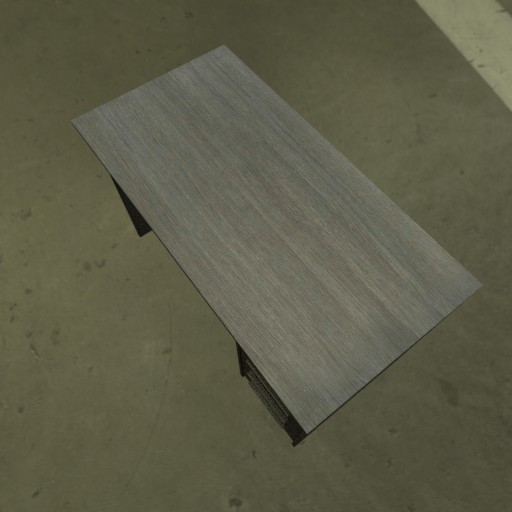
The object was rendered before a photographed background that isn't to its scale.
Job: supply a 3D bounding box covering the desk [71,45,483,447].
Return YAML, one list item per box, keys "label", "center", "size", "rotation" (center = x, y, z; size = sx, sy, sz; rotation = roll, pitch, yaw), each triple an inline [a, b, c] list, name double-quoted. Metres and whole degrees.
- label: "desk"
  center: [0.000, 0.000, 1.526]
  size: [0.560, 0.730, 1.096]
  rotation: [-34, 68, -16]
